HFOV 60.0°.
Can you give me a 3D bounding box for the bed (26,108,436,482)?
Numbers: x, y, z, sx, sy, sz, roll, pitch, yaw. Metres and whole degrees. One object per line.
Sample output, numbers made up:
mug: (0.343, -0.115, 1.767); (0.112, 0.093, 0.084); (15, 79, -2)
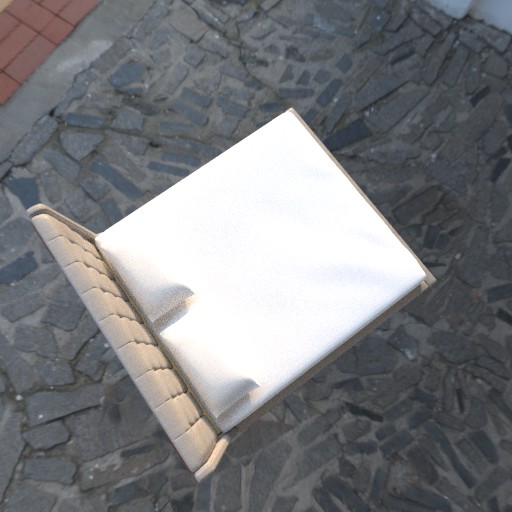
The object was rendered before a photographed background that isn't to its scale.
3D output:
bed: (0.000, 0.000, 3.518); (2.342, 1.289, 2.062); (-35, 79, -8)
